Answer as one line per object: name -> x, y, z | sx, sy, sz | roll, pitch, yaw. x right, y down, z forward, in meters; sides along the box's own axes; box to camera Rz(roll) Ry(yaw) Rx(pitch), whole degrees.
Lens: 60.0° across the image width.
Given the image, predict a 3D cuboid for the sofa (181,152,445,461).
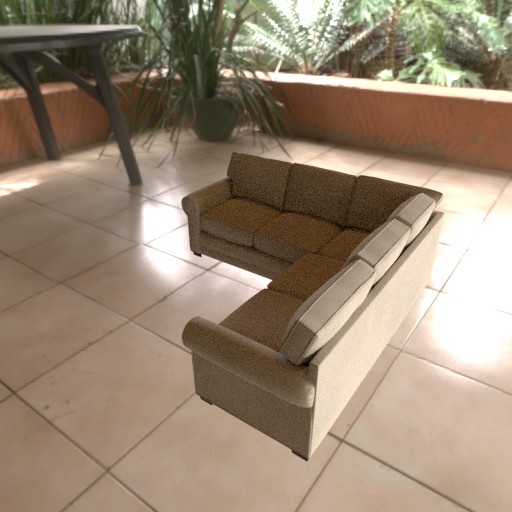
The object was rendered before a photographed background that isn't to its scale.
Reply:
sofa -> 0.000, 0.000, 3.928 | 2.487, 1.054, 2.569 | 19, 34, 30
